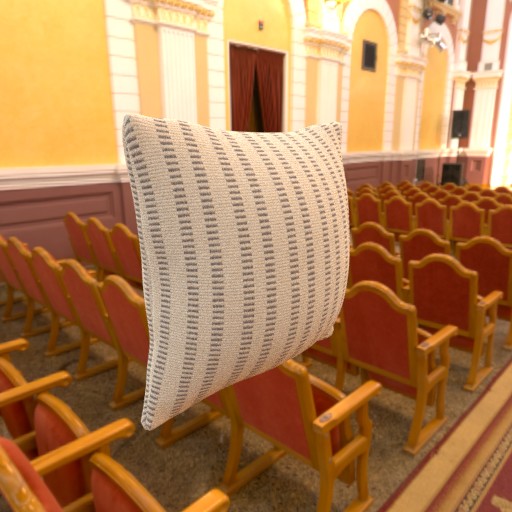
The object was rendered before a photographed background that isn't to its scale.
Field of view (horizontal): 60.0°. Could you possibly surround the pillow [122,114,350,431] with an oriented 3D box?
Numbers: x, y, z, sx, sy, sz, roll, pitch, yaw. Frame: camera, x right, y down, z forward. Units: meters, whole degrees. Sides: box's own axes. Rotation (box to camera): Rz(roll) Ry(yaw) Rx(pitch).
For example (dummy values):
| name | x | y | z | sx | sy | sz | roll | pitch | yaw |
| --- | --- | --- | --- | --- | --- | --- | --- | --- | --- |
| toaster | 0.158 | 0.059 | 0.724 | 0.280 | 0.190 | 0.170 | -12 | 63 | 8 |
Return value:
| name | x | y | z | sx | sy | sz | roll | pitch | yaw |
| --- | --- | --- | --- | --- | --- | --- | --- | --- | --- |
| pillow | 0.000 | 0.000 | 0.705 | 0.247 | 0.419 | 0.438 | 14 | 20 | 42 |
